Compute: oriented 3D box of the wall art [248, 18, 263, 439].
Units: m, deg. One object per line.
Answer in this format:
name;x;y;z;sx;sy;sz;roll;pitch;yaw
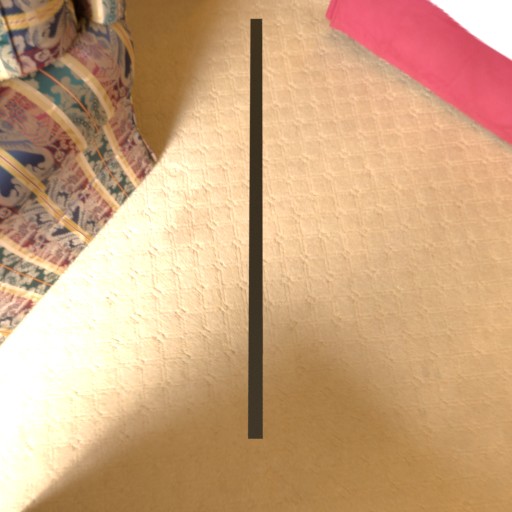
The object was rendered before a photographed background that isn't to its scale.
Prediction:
wall art;0.000;0.000;0.665;0.014;0.445;0.446;0;76;0
